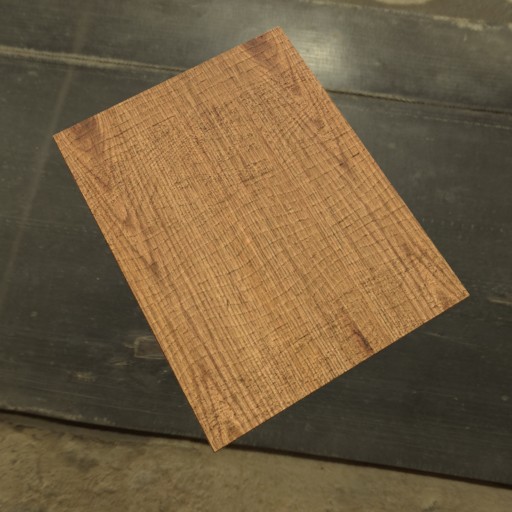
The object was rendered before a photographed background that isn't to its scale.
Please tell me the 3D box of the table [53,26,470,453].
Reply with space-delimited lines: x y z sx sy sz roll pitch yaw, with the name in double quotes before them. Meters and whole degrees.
"table" 0.000 0.000 1.050 0.494 0.625 0.601 -29 77 -7
